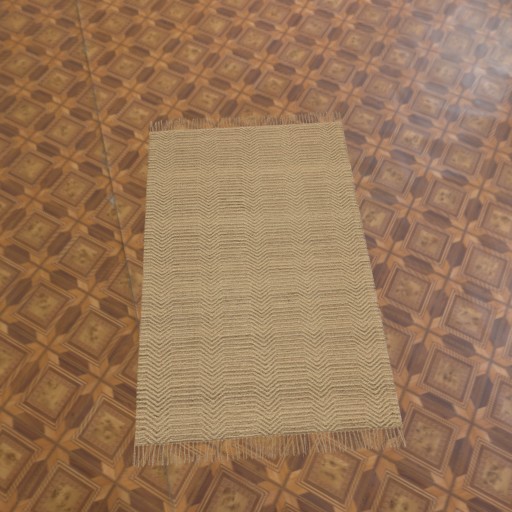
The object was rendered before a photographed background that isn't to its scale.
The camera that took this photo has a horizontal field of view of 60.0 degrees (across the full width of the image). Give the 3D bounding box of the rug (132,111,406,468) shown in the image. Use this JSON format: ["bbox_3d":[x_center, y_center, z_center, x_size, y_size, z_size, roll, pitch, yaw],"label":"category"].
[{"bbox_3d":[0.000,0.000,2.410,1.224,0.027,2.021,-3,64,-2],"label":"rug"}]
